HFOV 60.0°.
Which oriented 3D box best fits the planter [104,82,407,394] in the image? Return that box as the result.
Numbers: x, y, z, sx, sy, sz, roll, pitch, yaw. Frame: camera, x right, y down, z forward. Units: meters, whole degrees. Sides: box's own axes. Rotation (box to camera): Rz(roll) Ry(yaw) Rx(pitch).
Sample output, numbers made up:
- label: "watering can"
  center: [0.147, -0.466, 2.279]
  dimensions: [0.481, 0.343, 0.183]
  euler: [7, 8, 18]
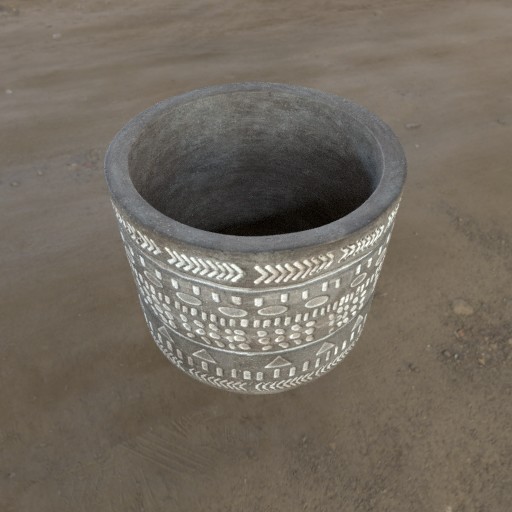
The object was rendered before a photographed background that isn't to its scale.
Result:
- label: "planter"
  center: [0.000, 0.000, 0.226]
  dimensions: [0.122, 0.128, 0.122]
  euler: [0, 46, 0]
